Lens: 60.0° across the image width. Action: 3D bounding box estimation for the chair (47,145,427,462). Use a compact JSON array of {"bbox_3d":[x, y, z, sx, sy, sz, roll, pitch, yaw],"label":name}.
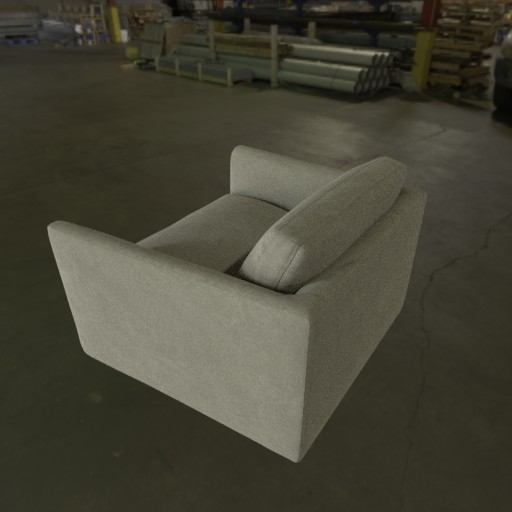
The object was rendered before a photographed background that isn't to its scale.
[{"bbox_3d":[0.000,0.000,1.897,1.091,0.845,1.190,20,36,29],"label":"chair"}]
